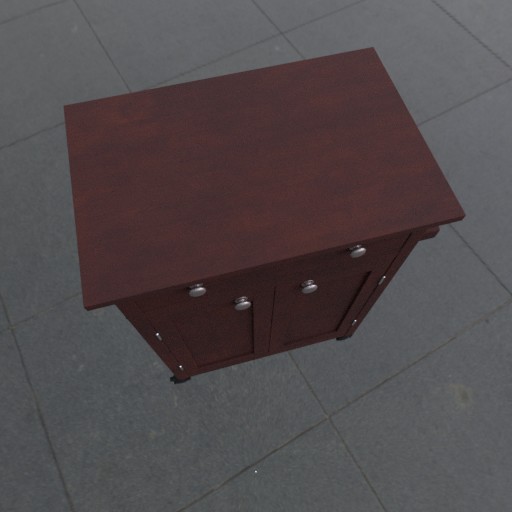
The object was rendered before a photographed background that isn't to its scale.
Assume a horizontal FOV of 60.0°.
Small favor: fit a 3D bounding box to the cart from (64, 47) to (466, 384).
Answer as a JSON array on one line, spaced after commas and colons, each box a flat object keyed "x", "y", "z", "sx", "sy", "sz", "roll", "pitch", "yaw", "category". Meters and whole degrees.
[{"x": 0.000, "y": 0.000, "z": 1.223, "sx": 0.683, "sy": 0.864, "sz": 0.442, "roll": -13, "pitch": 65, "yaw": -6, "category": "cart"}]
